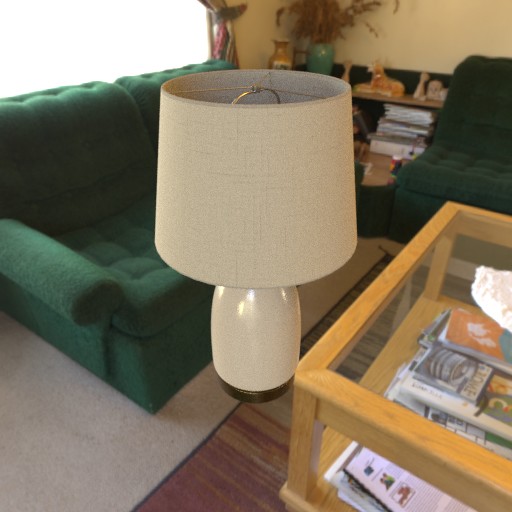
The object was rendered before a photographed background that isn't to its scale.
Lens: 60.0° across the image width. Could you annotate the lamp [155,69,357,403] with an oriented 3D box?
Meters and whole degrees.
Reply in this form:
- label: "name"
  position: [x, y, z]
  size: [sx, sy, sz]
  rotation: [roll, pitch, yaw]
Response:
- label: "lamp"
  position: [0.000, 0.000, 0.658]
  size: [0.285, 0.483, 0.285]
  rotation: [0, 31, 0]
